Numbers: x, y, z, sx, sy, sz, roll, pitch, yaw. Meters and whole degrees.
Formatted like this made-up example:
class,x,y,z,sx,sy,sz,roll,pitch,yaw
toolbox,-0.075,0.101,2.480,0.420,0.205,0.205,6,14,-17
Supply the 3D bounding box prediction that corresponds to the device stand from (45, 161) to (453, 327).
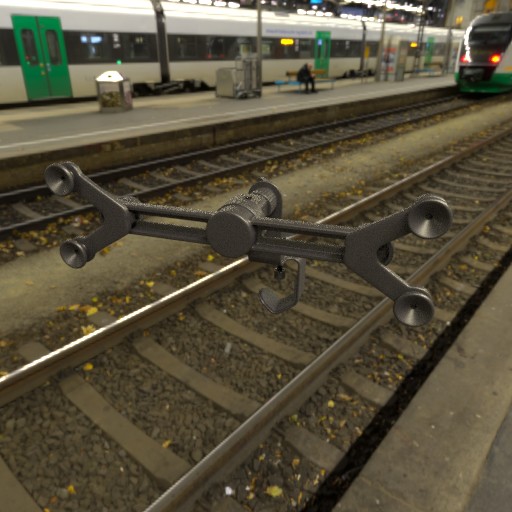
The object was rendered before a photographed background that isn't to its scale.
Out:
class,x,y,z,sx,sy,sz,roll,pitch,yaw
device stand,0.000,0.000,0.367,0.270,0.166,0.142,8,26,17
